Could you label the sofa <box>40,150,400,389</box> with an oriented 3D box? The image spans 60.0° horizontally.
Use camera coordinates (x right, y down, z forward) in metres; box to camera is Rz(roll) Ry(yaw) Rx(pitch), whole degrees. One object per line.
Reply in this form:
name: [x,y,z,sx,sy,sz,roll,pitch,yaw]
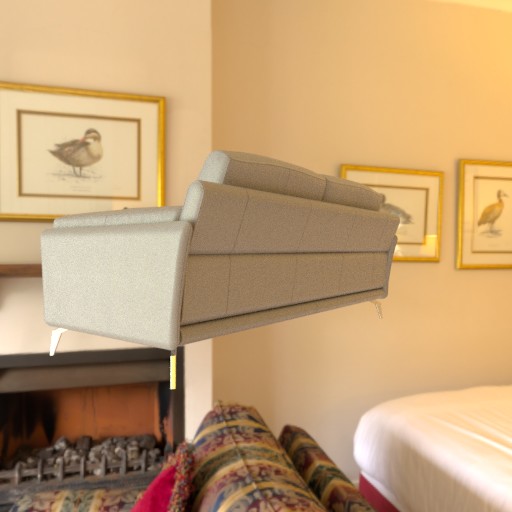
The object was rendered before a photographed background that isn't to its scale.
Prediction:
sofa: [0.000,0.000,2.641,1.049,0.930,2.101,1,1,37]
